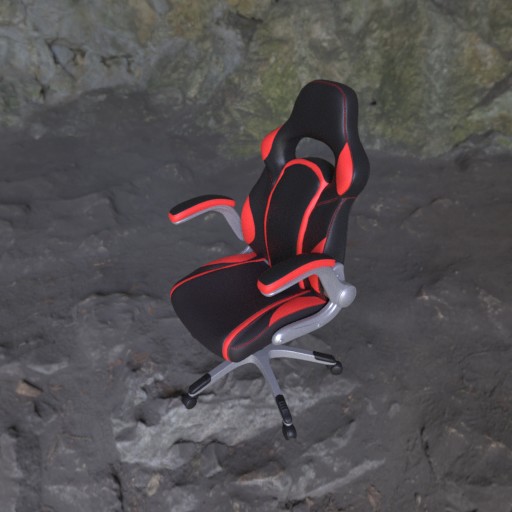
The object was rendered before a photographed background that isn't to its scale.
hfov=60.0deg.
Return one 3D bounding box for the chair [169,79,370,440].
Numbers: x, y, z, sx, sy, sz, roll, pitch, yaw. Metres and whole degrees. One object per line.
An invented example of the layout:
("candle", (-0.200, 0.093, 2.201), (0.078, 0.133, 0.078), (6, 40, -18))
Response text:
("chair", (0.000, 0.000, 1.644), (0.712, 1.165, 0.758), (-20, 36, -30))
